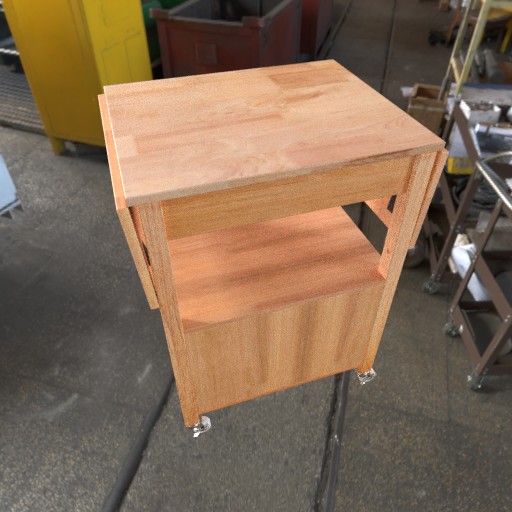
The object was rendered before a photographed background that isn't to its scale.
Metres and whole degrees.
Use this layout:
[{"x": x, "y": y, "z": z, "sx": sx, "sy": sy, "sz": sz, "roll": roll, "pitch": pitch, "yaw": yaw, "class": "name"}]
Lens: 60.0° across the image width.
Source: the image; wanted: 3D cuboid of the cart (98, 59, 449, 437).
[{"x": 0.000, "y": 0.000, "z": 1.237, "sx": 0.640, "sy": 0.838, "sz": 0.508, "roll": -12, "pitch": 43, "yaw": -13, "class": "cart"}]
